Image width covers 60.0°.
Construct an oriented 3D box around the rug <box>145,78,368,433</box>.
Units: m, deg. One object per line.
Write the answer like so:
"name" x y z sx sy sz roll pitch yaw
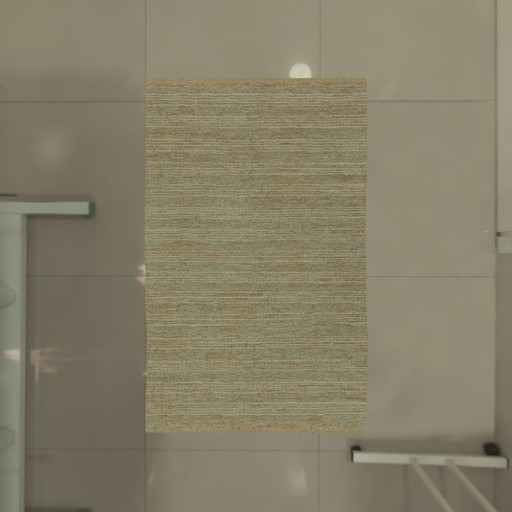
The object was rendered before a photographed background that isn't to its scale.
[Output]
"rug" 0.000 0.000 3.061 1.540 0.012 2.448 0 90 1
